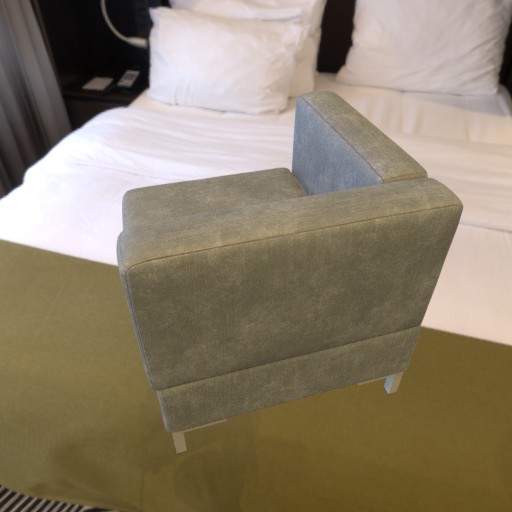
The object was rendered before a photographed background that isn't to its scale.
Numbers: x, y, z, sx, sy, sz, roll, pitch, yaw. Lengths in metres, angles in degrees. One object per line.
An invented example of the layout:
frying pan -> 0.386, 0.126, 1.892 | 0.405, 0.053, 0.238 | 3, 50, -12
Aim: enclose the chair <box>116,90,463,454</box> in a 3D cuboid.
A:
chair -> 0.000, 0.000, 1.217 | 0.680, 0.660, 0.680 | -11, 41, -13
